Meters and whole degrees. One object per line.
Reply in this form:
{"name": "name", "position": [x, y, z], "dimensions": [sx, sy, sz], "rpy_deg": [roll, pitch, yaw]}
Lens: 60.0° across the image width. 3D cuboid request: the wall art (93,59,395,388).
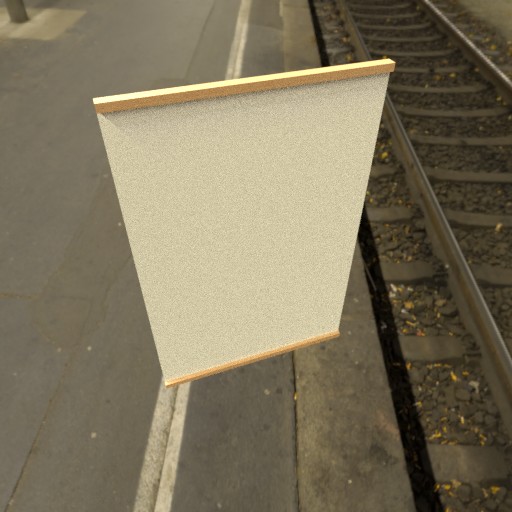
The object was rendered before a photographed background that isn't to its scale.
{"name": "wall art", "position": [0.000, 0.000, 1.288], "dimensions": [0.669, 1.020, 0.027], "rpy_deg": [-14, 44, -14]}
